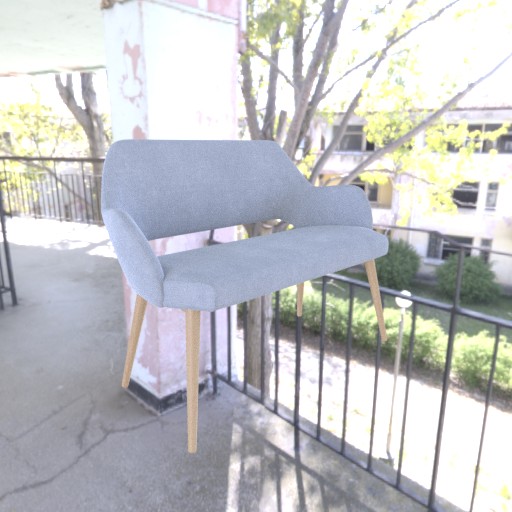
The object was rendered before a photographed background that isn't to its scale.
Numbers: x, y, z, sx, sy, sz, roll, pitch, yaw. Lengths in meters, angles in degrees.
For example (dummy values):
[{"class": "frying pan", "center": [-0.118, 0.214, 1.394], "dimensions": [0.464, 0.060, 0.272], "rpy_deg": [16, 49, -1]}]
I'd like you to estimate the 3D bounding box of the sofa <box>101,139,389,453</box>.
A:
[{"class": "sofa", "center": [0.000, 0.000, 1.651], "dimensions": [1.150, 0.840, 0.610], "rpy_deg": [-14, 20, -43]}]
